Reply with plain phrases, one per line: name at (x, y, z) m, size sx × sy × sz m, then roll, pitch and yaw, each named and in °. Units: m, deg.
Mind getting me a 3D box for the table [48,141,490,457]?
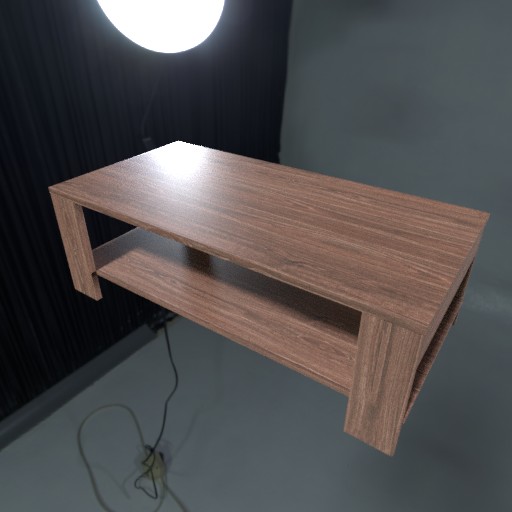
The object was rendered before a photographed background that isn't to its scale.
table at (0.000, 0.000, 1.441) m, size 1.200 × 0.400 × 0.600 m, roll 20°, pitch 36°, yaw 29°
